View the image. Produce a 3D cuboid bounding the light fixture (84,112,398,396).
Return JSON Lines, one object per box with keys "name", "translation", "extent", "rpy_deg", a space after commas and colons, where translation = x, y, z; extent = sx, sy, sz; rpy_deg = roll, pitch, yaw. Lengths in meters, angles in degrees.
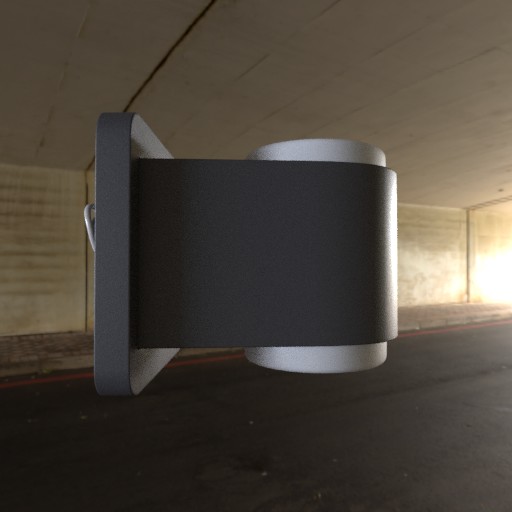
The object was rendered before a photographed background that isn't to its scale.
{"name": "light fixture", "translation": [0.000, 0.000, 0.214], "extent": [0.132, 0.109, 0.109], "rpy_deg": [0, -1, 0]}
